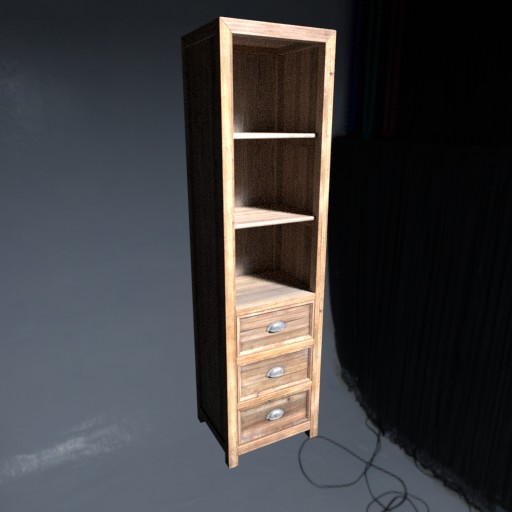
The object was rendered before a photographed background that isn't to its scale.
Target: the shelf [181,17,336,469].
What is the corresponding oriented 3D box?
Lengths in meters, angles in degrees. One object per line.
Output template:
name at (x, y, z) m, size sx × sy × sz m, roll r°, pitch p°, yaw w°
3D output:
shelf at (0.000, 0.000, 2.087) m, size 0.500 × 1.900 × 0.428 m, roll -9°, pitch 19°, yaw -26°
